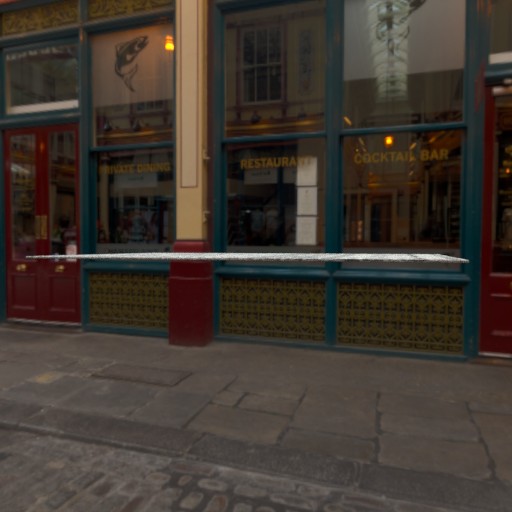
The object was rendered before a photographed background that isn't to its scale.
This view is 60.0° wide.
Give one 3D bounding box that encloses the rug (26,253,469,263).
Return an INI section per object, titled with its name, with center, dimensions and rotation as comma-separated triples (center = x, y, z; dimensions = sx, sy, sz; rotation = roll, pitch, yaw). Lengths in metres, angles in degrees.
[rug]
center = 0.000, 0.000, 4.742
dimensions = 3.824, 0.019, 2.393
rotation = 0, 1, 18
